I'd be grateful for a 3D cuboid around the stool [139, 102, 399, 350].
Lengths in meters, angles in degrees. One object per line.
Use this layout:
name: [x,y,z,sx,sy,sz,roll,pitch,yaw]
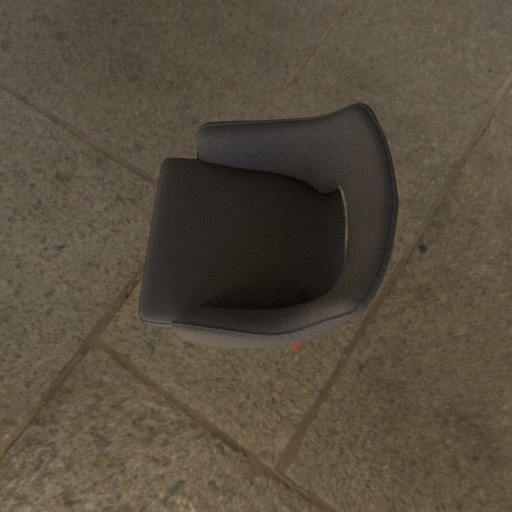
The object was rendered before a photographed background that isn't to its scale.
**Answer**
stool: [0.000,0.000,1.271,0.558,0.912,0.548,5,74,1]
